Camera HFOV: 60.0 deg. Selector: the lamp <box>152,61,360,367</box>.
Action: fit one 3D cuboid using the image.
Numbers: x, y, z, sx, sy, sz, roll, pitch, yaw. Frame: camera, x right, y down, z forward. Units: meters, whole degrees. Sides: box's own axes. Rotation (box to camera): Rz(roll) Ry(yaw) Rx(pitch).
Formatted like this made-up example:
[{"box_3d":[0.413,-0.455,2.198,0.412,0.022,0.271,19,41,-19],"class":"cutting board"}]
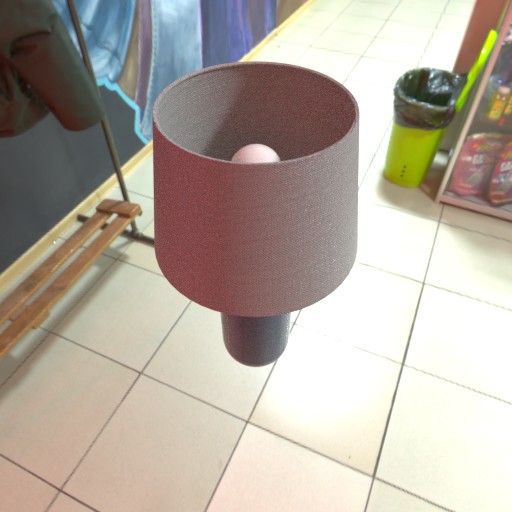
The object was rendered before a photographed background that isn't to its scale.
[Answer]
[{"box_3d":[0.000,0.000,0.587,0.253,0.428,0.253,0,47,0],"class":"lamp"}]
